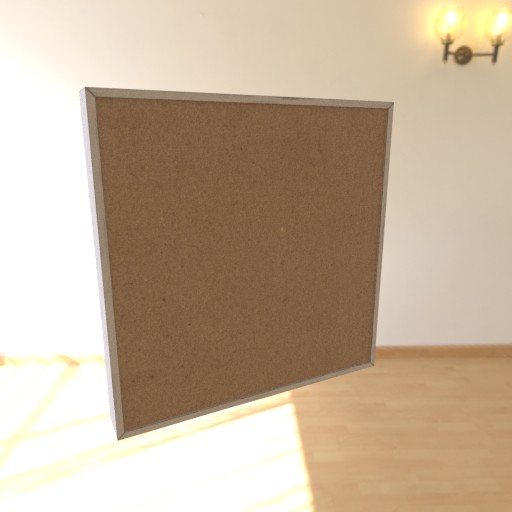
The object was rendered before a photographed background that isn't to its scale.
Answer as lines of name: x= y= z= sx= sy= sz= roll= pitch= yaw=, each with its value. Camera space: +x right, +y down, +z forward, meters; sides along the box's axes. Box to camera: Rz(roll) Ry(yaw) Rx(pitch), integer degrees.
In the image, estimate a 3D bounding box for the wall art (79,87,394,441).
wall art: x=0.000 y=0.000 z=0.451 sx=0.305 sy=0.305 sz=0.038 roll=-7 pitch=16 yaw=-26
